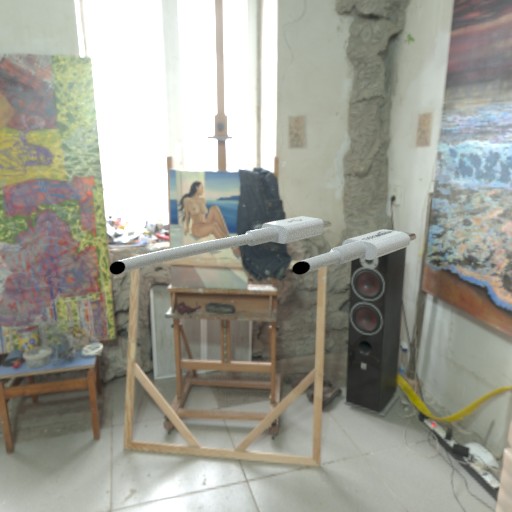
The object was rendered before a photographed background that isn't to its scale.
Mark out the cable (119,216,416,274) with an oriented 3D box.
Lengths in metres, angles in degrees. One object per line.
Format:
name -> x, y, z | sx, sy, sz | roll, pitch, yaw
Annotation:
cable -> 0.000, 0.000, 0.110 | 0.040, 0.006, 0.098 | 14, 20, 42
